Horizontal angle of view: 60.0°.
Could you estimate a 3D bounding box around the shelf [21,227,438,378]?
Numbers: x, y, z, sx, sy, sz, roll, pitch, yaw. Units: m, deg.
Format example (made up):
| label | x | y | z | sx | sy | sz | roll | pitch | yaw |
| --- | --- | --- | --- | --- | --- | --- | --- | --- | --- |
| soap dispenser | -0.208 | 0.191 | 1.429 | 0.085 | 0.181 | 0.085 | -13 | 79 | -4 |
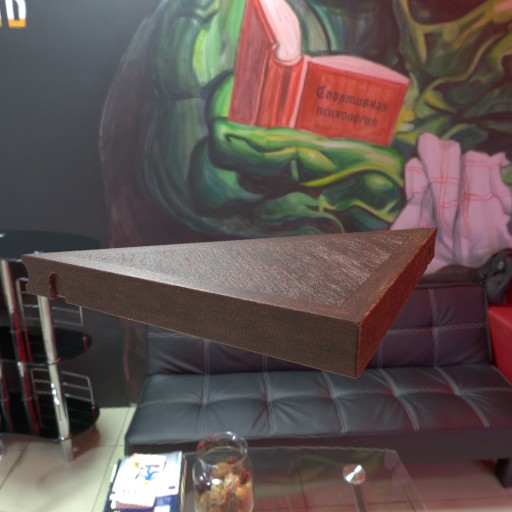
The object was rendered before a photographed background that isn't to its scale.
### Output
| label | x | y | z | sx | sy | sz | roll | pitch | yaw |
| --- | --- | --- | --- | --- | --- | --- | --- | --- | --- |
| shelf | 0.000 | 0.000 | 0.440 | 0.296 | 0.035 | 0.296 | 8 | 18 | 28 |
